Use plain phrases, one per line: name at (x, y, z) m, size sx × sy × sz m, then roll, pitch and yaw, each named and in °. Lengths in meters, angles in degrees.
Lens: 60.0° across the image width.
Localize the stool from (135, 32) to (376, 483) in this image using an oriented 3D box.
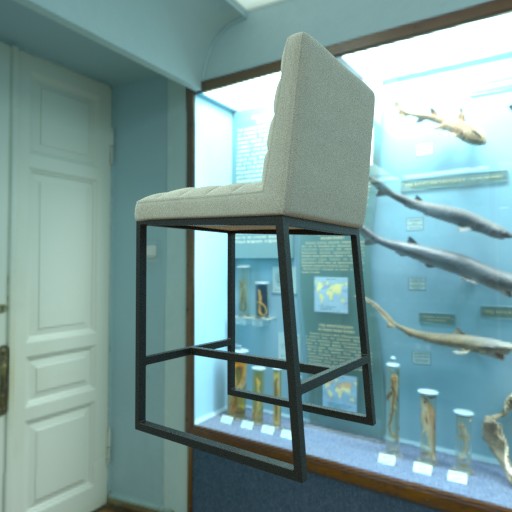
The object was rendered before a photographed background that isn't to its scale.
stool at (0.000, 0.000, 1.277) m, size 0.567 × 0.971 × 0.459 m, roll -1°, pitch -2°, yaw 35°
